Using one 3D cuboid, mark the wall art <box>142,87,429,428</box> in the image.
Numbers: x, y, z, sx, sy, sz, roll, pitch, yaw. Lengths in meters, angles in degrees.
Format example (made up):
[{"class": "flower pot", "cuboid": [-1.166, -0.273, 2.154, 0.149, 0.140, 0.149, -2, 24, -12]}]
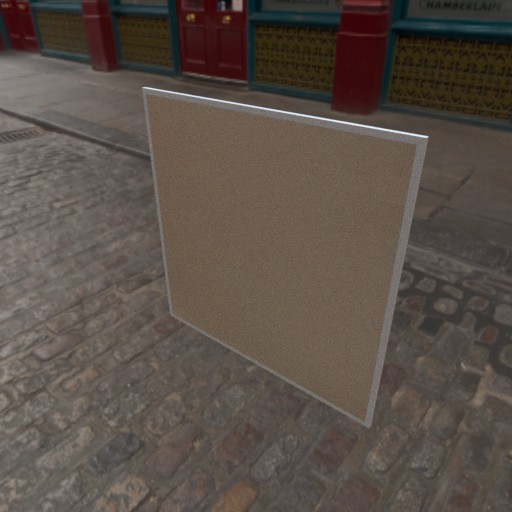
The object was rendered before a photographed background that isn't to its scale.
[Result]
[{"class": "wall art", "cuboid": [0.000, 0.000, 0.700, 0.456, 0.456, 0.007, 22, 37, 32]}]
